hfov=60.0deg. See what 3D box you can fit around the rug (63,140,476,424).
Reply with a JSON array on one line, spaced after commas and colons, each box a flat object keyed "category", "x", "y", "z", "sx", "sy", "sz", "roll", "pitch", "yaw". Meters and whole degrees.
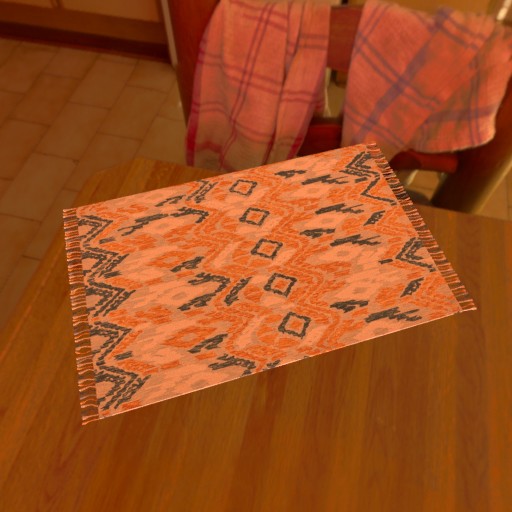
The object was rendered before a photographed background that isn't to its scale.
[{"category": "rug", "x": 0.000, "y": 0.000, "z": 2.965, "sx": 2.428, "sy": 0.010, "sz": 1.533, "roll": -14, "pitch": 60, "yaw": -9}]
